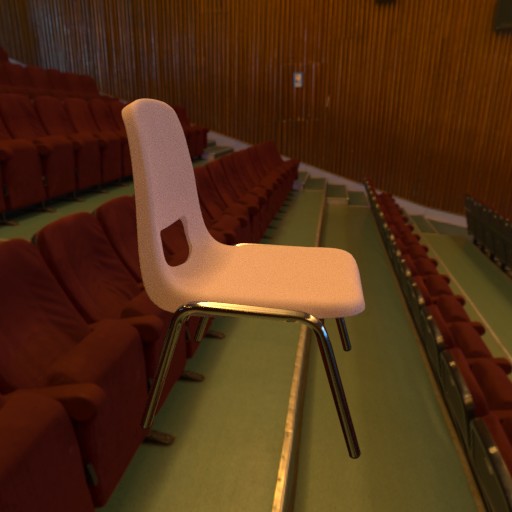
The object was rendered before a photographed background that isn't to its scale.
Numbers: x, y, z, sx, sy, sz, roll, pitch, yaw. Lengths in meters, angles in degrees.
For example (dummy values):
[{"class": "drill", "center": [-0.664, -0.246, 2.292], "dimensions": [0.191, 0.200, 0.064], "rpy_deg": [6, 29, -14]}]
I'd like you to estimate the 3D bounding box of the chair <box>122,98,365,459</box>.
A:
[{"class": "chair", "center": [0.000, 0.000, 0.800], "dimensions": [0.385, 0.537, 0.354], "rpy_deg": [3, 18, 9]}]
